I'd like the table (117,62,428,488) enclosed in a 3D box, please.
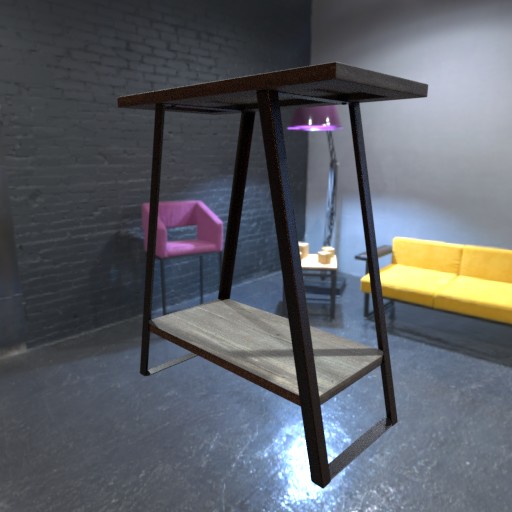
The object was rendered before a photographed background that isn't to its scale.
[{"bbox_3d":[0.000,0.000,0.999,0.599,0.701,0.300,13,18,43],"label":"table"}]
